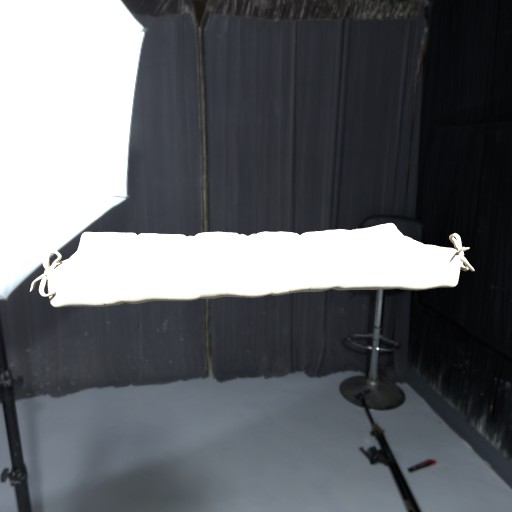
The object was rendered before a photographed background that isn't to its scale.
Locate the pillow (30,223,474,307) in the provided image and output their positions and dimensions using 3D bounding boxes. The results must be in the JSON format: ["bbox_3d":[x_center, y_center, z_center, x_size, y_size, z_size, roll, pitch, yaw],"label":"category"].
[{"bbox_3d":[0.000,0.000,1.347,1.194,0.174,0.511,-2,14,-9],"label":"pillow"}]
